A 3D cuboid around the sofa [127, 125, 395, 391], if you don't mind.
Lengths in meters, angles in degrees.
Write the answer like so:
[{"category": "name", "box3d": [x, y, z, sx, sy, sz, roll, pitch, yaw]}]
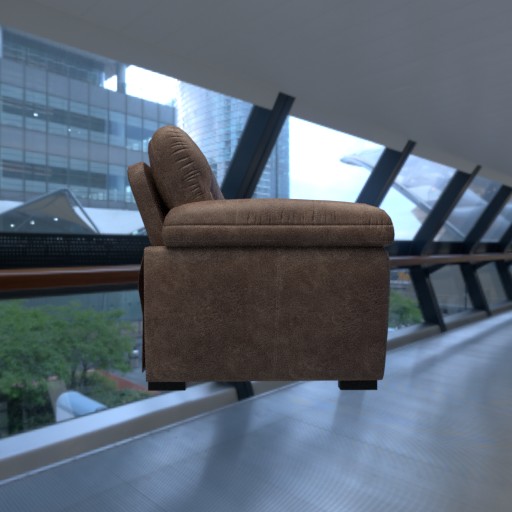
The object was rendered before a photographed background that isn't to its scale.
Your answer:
[{"category": "sofa", "box3d": [0.000, 0.000, 2.393, 0.991, 0.991, 1.753, 0, 0, -1]}]
